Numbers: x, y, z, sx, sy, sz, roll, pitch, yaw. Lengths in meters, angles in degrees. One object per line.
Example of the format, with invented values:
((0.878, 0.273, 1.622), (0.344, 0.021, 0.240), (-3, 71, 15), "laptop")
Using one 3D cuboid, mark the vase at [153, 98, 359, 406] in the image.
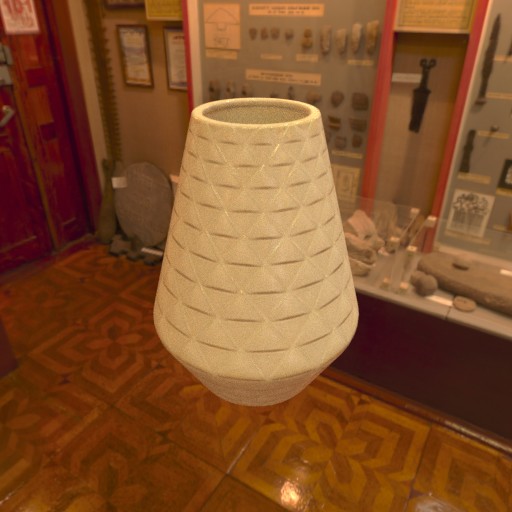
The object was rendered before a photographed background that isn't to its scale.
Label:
((0.000, 0.000, 0.361), (0.175, 0.230, 0.175), (0, 30, 0), "vase")
